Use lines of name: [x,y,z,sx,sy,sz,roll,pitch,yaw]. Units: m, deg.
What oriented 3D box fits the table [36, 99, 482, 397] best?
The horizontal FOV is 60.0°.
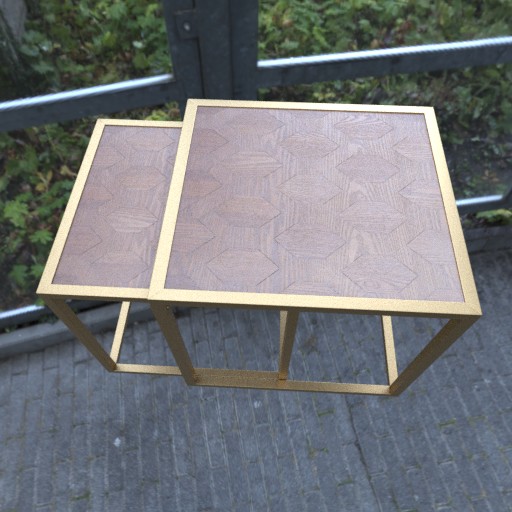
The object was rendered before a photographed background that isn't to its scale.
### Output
table: [0.000,0.000,1.072,0.762,0.505,0.505,2,58,1]
